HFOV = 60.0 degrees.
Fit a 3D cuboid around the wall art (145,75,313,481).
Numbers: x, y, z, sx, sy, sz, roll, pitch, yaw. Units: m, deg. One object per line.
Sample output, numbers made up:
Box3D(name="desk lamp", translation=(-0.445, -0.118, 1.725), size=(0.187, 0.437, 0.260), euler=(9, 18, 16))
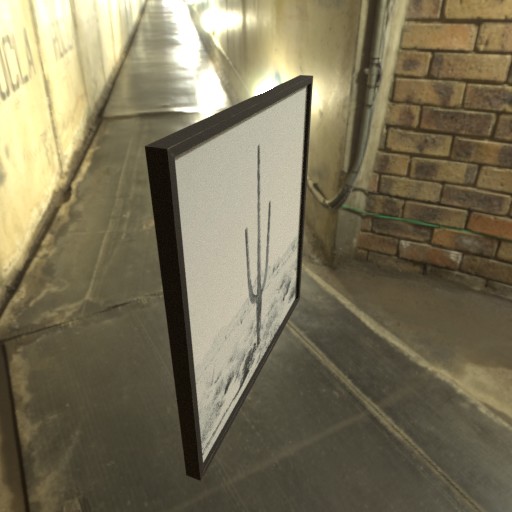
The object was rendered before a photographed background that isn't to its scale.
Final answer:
Box3D(name="wall art", translation=(0.000, 0.000, 1.126), size=(0.038, 0.762, 0.762), euler=(11, 32, 19))
